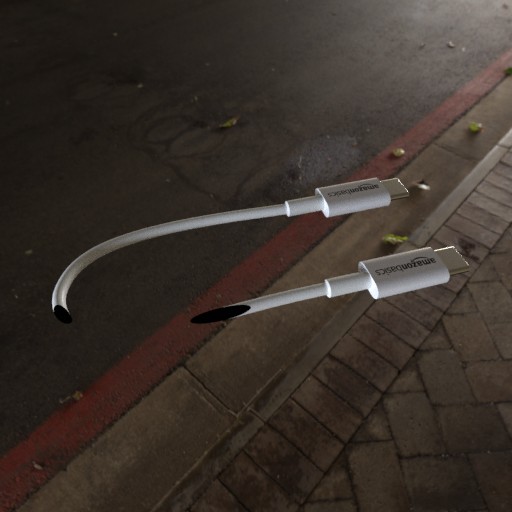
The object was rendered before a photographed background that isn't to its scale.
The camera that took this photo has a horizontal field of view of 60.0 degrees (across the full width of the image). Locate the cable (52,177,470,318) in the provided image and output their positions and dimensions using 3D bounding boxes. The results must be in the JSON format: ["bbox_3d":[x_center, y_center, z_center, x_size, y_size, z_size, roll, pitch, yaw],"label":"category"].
[{"bbox_3d":[0.000,0.000,0.112,0.098,0.005,0.041,-12,48,-11],"label":"cable"}]
